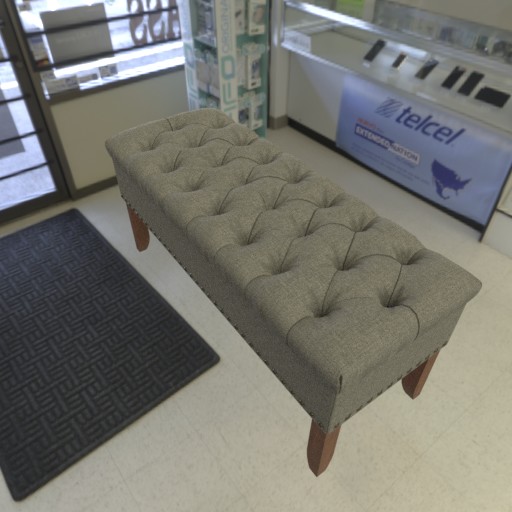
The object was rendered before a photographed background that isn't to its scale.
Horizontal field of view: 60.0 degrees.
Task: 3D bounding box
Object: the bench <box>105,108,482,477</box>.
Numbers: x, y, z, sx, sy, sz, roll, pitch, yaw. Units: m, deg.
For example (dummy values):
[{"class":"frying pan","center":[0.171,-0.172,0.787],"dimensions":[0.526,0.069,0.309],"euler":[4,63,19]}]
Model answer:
[{"class":"bench","center":[0.000,0.000,1.276],"dimensions":[0.417,0.470,1.052],"euler":[-26,48,-26]}]
